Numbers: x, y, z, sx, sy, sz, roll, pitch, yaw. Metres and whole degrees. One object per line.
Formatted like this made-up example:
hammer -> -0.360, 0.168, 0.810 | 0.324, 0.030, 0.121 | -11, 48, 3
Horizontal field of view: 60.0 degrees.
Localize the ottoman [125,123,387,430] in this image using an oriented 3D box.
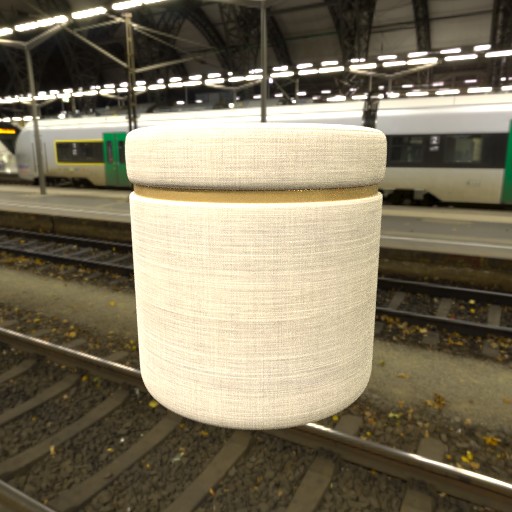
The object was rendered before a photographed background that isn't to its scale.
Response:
ottoman -> 0.000, 0.000, 0.743 | 0.400, 0.406, 0.400 | 0, 13, 0
